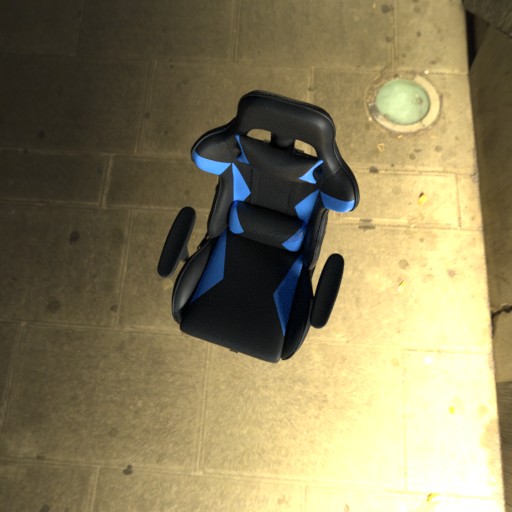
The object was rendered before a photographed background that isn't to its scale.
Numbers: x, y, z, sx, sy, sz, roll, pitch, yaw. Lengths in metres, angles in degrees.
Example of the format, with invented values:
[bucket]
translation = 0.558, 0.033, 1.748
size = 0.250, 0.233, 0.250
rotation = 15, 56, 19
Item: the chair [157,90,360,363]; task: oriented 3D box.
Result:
[chair]
translation = 0.000, 0.000, 1.736
size = 0.695, 1.282, 0.730
rotation = 18, 76, 5
